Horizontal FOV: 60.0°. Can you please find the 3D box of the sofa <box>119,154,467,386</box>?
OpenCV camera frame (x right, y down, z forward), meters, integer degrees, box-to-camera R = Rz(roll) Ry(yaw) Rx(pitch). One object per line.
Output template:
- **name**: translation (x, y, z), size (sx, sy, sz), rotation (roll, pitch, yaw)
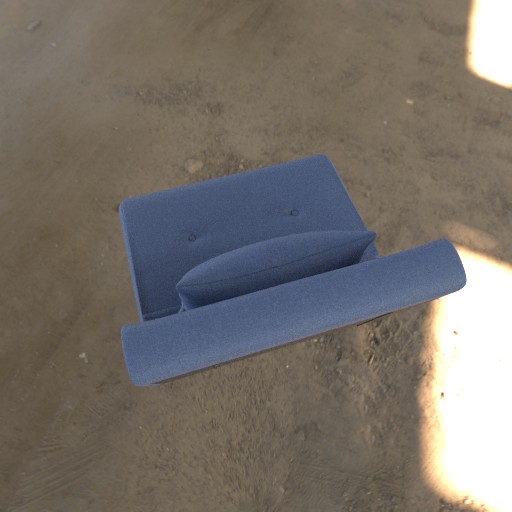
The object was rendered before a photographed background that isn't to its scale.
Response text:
- **sofa**: translation (0.000, 0.000, 1.766), size (0.999, 0.860, 0.996), rotation (-15, 59, -9)
